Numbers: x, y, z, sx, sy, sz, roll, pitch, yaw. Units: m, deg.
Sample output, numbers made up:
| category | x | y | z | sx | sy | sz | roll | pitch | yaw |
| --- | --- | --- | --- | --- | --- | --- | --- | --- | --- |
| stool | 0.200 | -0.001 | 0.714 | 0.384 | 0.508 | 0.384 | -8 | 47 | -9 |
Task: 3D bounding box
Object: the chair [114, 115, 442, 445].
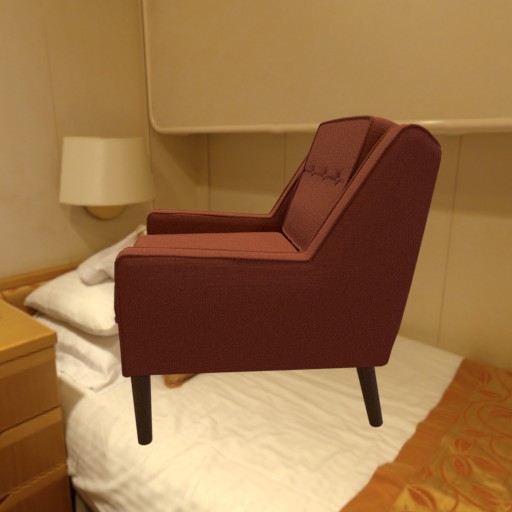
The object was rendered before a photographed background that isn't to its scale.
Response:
| category | x | y | z | sx | sy | sz | roll | pitch | yaw |
| --- | --- | --- | --- | --- | --- | --- | --- | --- | --- |
| chair | 0.000 | 0.000 | 1.354 | 0.770 | 0.812 | 0.680 | -2 | 15 | -6 |
